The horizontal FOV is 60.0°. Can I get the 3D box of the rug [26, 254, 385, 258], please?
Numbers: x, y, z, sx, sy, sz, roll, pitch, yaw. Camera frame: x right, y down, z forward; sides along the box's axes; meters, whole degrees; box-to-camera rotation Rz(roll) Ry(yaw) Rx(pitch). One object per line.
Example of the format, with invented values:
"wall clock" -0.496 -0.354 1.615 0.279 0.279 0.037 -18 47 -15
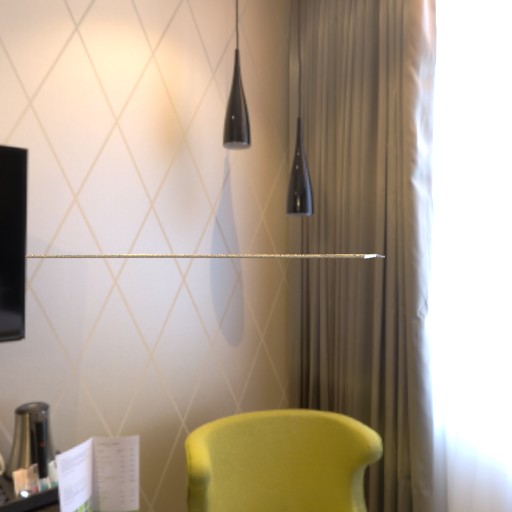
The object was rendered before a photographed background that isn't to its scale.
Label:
"rug" 0.000 0.000 2.973 1.593 0.029 2.305 0 0 18
